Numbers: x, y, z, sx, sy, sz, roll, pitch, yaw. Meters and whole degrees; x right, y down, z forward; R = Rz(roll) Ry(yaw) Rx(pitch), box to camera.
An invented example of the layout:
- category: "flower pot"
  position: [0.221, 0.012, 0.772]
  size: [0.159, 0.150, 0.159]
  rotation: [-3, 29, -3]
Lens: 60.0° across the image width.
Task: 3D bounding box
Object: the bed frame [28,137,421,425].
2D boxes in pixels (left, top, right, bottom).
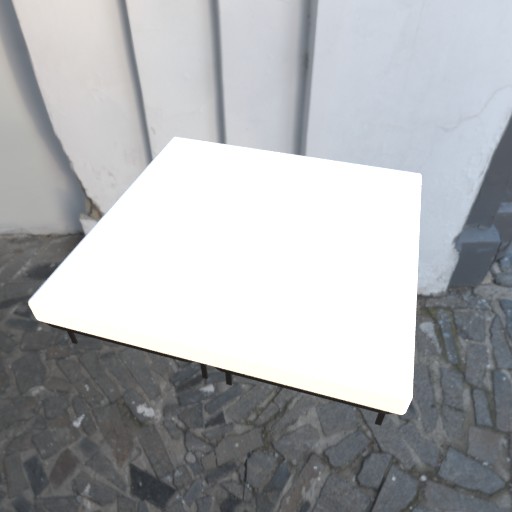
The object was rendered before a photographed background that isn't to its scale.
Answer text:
- category: "bed frame"
  position: [0.000, 0.000, 3.038]
  size: [2.033, 0.525, 1.935]
  rotation: [11, 44, 12]
